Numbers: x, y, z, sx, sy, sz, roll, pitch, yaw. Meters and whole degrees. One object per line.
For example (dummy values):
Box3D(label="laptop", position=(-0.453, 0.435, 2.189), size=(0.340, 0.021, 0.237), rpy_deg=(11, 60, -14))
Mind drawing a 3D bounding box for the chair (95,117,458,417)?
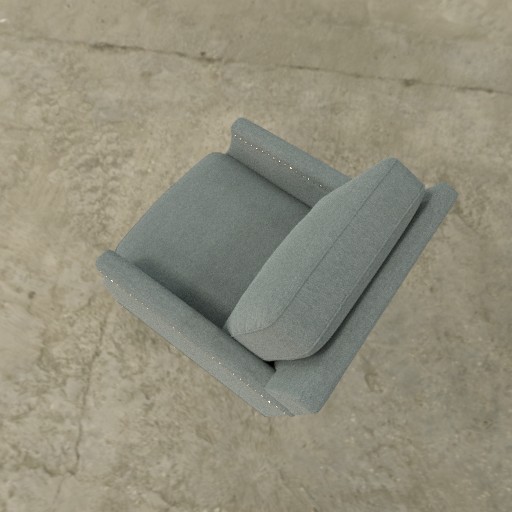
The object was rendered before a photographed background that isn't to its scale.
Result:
Box3D(label="chair", position=(0.000, 0.000, 1.778), size=(1.031, 1.031, 0.885), rpy_deg=(34, 68, 15))
